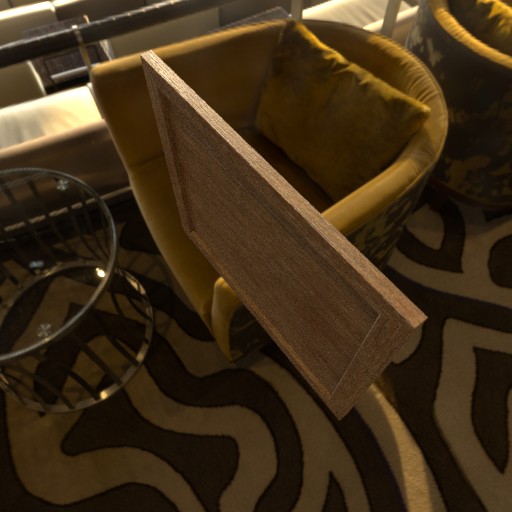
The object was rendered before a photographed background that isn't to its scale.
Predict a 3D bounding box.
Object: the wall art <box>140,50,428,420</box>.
[{"bbox_3d":[0.000,0.000,0.951,0.026,0.588,0.690,-33,65,-18],"label":"wall art"}]
